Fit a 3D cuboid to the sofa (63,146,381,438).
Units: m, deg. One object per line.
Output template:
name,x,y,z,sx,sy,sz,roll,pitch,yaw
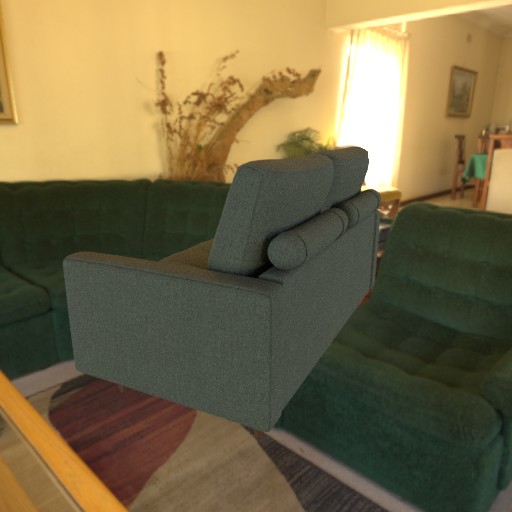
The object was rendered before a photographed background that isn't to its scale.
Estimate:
sofa,0.000,0.000,1.952,0.842,0.907,1.407,8,18,25
